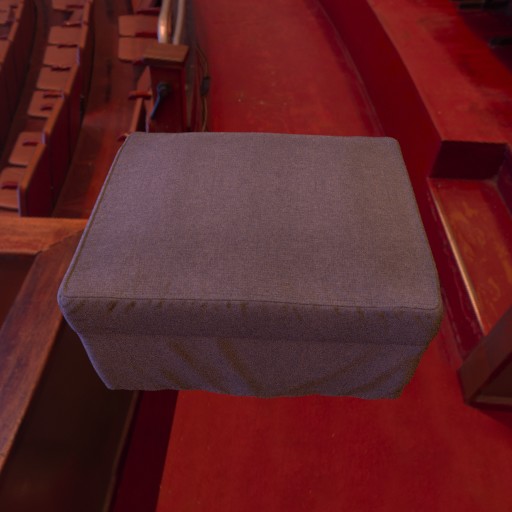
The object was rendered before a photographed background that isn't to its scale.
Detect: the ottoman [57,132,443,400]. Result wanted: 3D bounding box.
[{"bbox_3d":[0.000,0.000,1.267,0.833,0.492,0.652,2,48,1],"label":"ottoman"}]
